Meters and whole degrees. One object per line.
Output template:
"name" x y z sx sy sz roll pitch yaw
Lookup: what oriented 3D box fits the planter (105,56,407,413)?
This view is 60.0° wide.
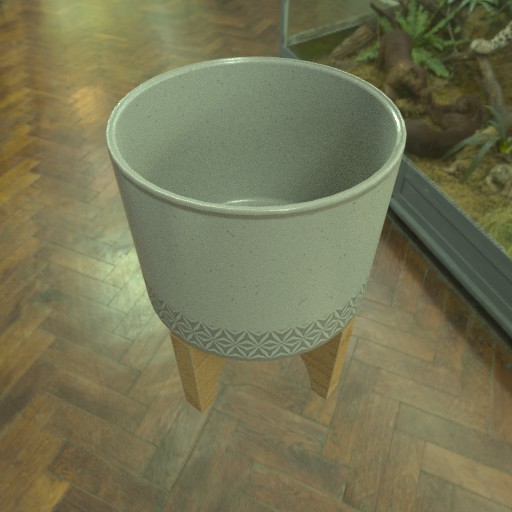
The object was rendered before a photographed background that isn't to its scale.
"planter" 0.000 0.000 0.259 0.130 0.178 0.130 0 46 0
